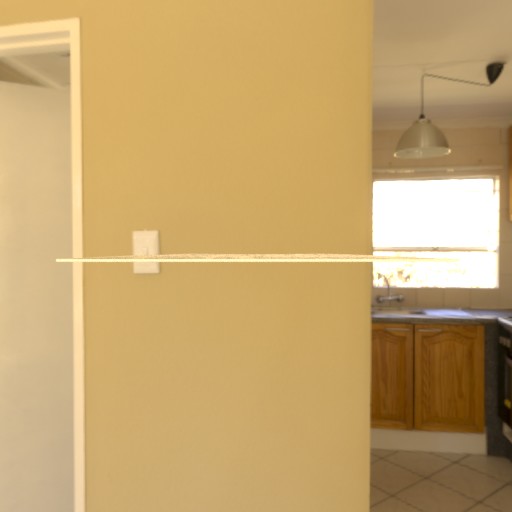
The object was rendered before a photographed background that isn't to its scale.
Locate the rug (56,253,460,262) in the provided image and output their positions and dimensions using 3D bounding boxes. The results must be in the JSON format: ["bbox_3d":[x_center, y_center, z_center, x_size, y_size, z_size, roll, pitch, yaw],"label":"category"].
[{"bbox_3d":[0.000,0.000,3.968,2.311,0.032,2.921,0,1,-1],"label":"rug"}]
